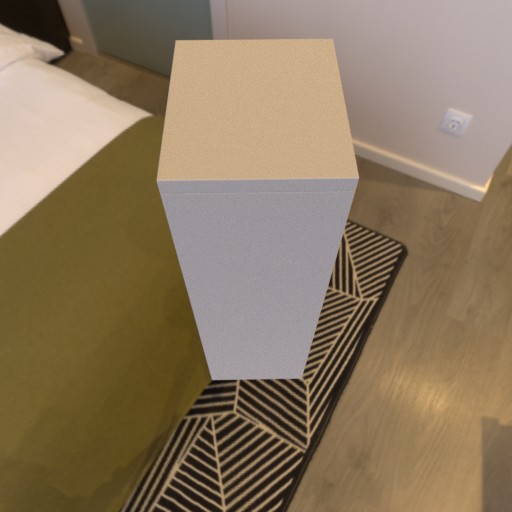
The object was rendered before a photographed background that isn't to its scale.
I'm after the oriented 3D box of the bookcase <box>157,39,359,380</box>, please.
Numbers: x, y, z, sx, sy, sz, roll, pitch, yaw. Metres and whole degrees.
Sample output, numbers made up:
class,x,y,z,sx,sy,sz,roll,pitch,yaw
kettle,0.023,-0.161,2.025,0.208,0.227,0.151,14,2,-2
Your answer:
class,x,y,z,sx,sy,sz,roll,pitch,yaw
bookcase,0.000,0.000,1.280,0.330,1.080,0.390,-1,58,-1
